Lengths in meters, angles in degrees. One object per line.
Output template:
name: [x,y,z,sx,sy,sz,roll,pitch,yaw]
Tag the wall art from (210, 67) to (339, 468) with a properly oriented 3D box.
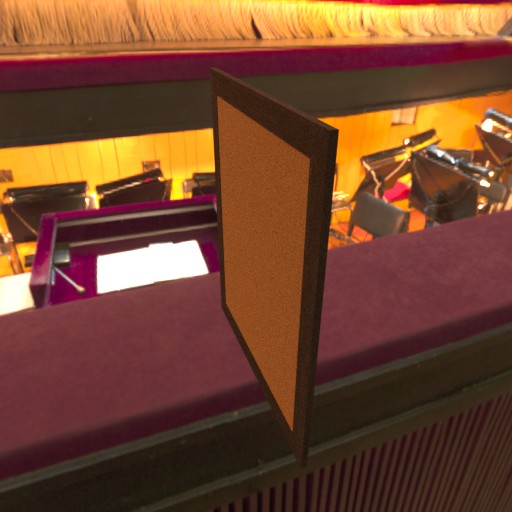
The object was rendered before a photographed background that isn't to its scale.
wall art: [0.000,0.000,0.799,0.013,0.570,0.476,-11,32,-17]
